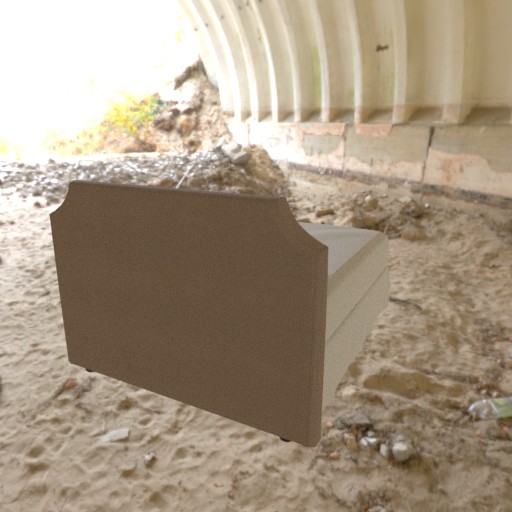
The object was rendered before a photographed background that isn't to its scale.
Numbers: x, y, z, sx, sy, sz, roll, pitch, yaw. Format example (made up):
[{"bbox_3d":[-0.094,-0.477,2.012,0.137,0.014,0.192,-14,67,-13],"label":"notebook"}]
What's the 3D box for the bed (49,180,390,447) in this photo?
[{"bbox_3d":[0.000,0.000,3.391,1.828,1.303,2.164,9,19,27],"label":"bed"}]
